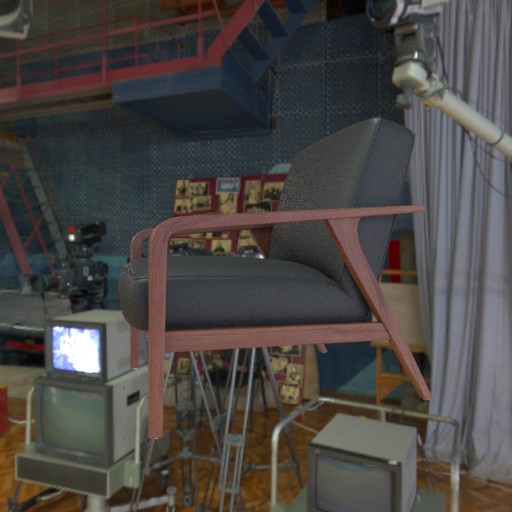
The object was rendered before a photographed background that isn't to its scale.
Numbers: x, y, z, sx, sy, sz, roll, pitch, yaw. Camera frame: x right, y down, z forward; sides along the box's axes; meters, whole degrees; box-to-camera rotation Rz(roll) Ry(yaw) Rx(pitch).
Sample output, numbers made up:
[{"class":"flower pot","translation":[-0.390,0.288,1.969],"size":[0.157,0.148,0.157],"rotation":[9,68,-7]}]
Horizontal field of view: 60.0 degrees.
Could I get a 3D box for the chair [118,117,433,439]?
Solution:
[{"class":"chair","translation":[0.000,0.000,1.499],"size":[0.889,0.861,0.719],"rotation":[0,1,-20]}]
